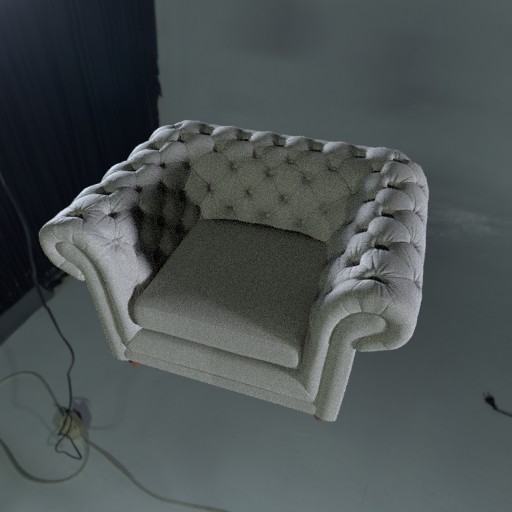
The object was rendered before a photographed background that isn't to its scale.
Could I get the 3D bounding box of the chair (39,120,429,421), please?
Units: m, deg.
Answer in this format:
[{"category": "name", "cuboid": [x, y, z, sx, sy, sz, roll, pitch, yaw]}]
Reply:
[{"category": "chair", "cuboid": [0.000, 0.000, 1.883, 1.270, 0.770, 0.976, 12, 42, 14]}]
